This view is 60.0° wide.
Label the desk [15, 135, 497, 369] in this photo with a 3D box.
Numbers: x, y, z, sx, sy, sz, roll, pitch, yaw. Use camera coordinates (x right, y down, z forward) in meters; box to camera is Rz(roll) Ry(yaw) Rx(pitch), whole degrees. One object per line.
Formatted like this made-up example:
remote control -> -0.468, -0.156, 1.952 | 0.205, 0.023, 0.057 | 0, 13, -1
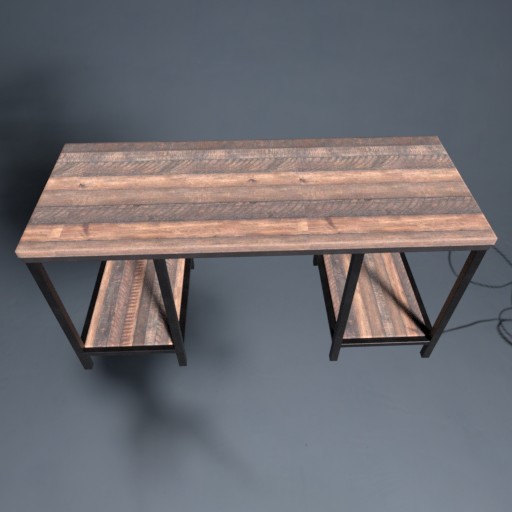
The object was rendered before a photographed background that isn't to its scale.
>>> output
desk -> 0.000, 0.000, 1.897 | 1.538, 0.753, 0.617 | -2, 47, -2
